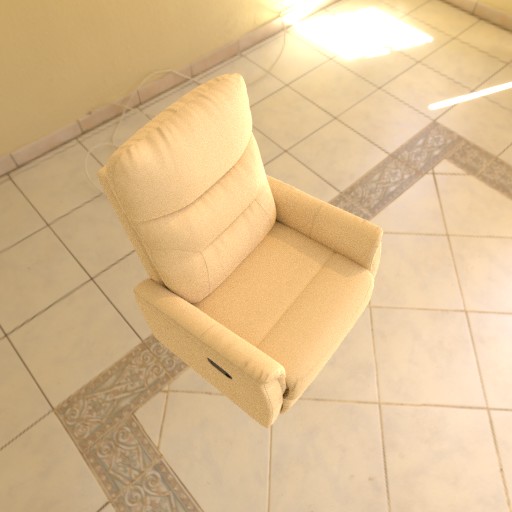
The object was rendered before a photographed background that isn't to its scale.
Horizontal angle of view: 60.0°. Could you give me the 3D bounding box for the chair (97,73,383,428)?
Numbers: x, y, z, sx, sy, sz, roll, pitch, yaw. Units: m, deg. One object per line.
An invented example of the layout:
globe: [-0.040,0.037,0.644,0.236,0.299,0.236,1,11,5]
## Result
chair: [0.000,0.000,1.663,0.831,1.082,0.775,34,63,20]
